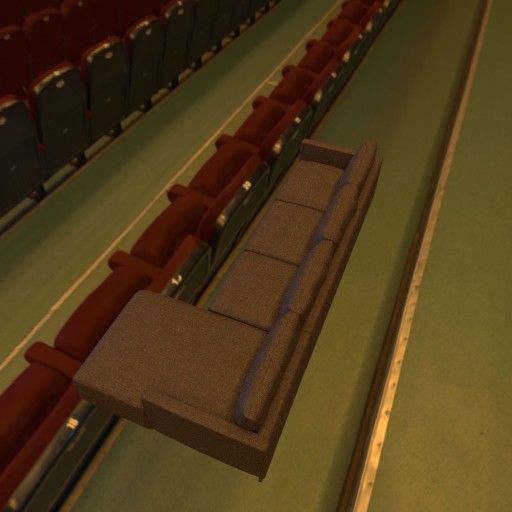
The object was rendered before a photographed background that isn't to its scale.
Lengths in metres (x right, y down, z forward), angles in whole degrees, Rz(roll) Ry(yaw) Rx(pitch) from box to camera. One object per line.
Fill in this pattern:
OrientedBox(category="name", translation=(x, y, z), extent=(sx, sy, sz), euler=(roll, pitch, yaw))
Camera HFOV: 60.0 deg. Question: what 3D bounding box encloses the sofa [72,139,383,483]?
OrientedBox(category="sofa", translation=(0.000, 0.000, 3.886), extent=(1.483, 0.892, 3.221), euler=(18, 50, 15))
